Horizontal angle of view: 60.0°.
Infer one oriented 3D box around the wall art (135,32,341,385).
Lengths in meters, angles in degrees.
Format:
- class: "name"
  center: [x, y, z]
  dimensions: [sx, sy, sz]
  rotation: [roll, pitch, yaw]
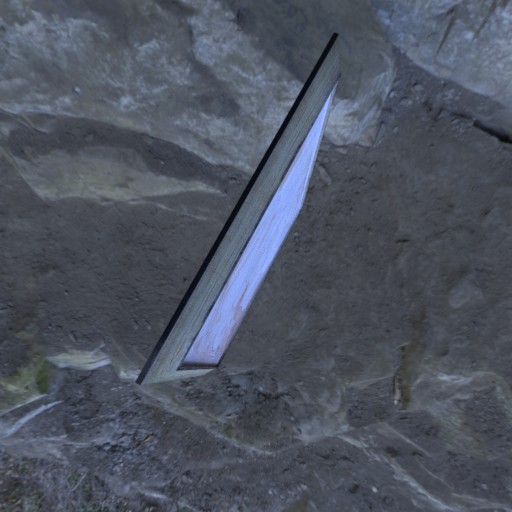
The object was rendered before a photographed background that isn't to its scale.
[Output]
- class: "wall art"
  center: [0.000, 0.000, 0.622]
  dimensions: [0.023, 0.457, 0.381]
  rotation: [27, 78, 6]
